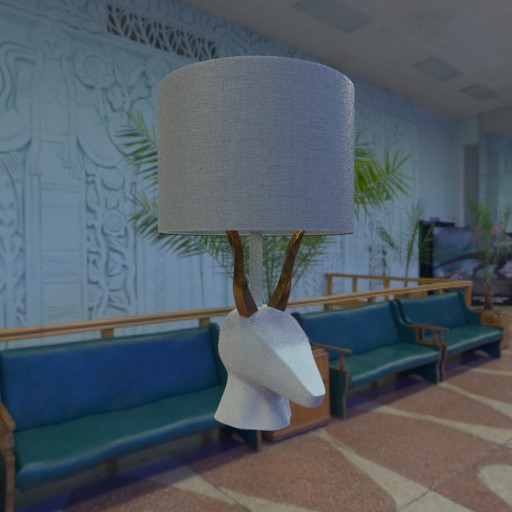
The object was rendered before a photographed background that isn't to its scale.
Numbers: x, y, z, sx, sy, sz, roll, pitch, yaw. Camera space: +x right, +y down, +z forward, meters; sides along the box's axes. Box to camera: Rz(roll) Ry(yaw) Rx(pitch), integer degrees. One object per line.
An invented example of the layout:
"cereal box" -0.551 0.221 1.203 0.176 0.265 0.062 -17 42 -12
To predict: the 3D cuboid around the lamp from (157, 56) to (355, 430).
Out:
"lamp" 0.000 0.000 0.692 0.298 0.503 0.298 -1 1 -37
